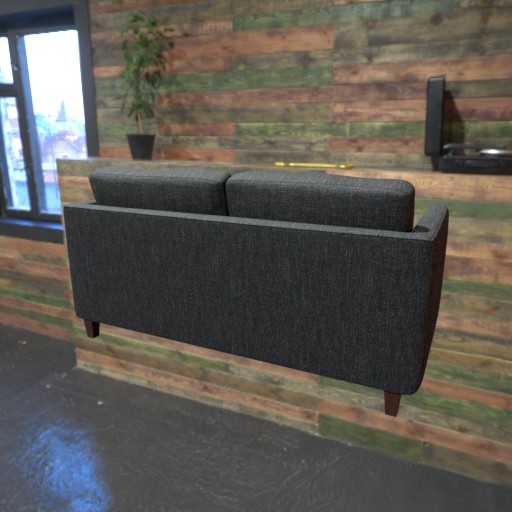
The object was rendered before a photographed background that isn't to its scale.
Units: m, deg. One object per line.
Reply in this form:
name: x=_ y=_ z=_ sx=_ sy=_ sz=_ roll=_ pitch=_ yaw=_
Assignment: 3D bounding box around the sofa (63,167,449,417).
sofa: x=0.000 y=0.000 z=2.436 sx=1.884 sy=0.963 sz=0.950 roll=7 pitch=17 yaw=25
